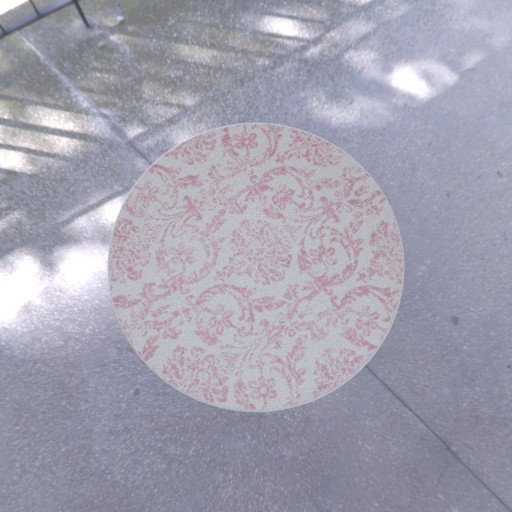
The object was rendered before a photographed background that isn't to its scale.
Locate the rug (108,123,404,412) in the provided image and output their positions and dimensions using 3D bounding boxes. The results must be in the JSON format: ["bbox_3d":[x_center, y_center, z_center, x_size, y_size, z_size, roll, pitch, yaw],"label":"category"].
[{"bbox_3d":[0.000,0.000,2.387,1.593,0.012,1.593,0,76,0],"label":"rug"}]
